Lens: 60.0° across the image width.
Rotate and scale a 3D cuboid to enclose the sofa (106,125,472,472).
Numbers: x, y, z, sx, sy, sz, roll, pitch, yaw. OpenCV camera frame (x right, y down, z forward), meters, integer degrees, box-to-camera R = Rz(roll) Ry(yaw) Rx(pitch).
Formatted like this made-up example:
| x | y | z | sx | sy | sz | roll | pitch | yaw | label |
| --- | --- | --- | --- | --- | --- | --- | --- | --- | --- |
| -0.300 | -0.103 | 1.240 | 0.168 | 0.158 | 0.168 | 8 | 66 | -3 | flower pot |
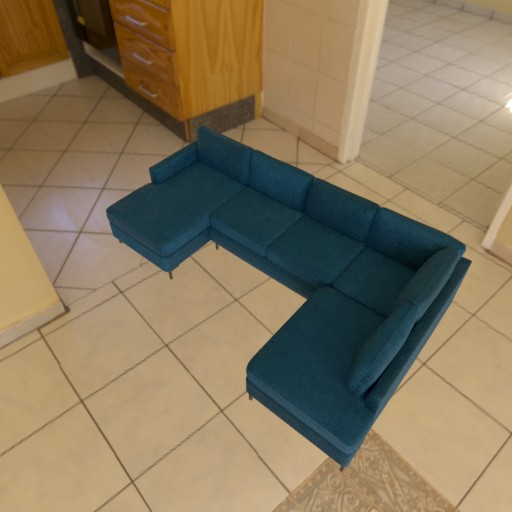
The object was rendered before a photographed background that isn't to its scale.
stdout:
| x | y | z | sx | sy | sz | roll | pitch | yaw | label |
| --- | --- | --- | --- | --- | --- | --- | --- | --- | --- |
| 0.000 | 0.000 | 4.357 | 3.434 | 0.992 | 2.055 | 31 | 53 | 26 | sofa |
